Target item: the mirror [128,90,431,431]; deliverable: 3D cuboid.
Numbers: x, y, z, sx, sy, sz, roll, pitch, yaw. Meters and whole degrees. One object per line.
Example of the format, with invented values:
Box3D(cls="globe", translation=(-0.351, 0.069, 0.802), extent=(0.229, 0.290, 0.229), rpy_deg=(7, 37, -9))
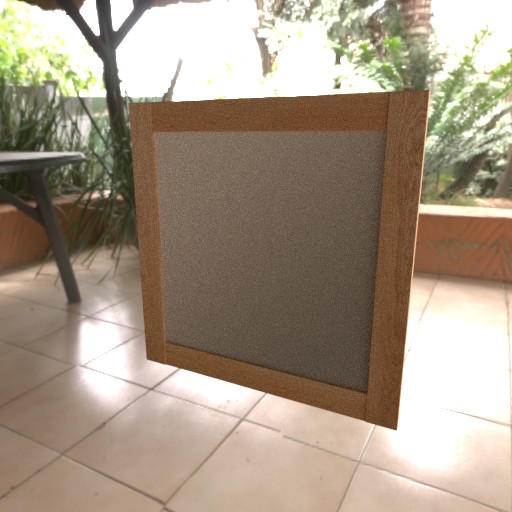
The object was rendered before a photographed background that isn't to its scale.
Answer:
Box3D(cls="mirror", translation=(0.000, 0.000, 1.186), extent=(0.800, 0.800, 0.020), rpy_deg=(8, 17, 26))
